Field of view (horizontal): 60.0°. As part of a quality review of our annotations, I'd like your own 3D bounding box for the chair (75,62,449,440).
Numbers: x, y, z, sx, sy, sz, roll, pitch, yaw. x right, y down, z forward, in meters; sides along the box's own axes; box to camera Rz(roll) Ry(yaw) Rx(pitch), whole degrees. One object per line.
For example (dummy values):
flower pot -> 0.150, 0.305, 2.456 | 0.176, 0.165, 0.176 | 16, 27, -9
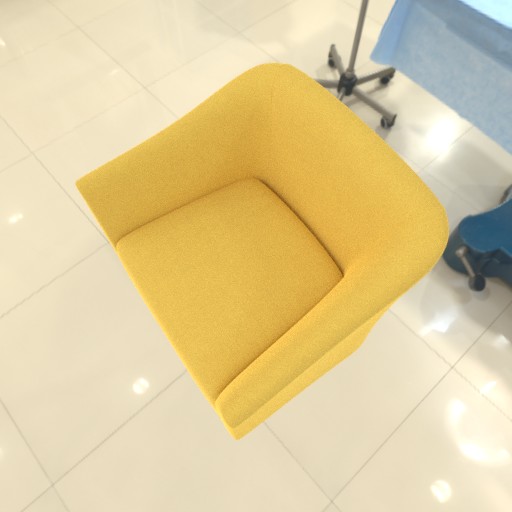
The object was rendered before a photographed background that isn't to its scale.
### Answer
chair -> 0.000, 0.000, 1.355 | 0.700, 0.720, 0.790 | -32, 67, -15
